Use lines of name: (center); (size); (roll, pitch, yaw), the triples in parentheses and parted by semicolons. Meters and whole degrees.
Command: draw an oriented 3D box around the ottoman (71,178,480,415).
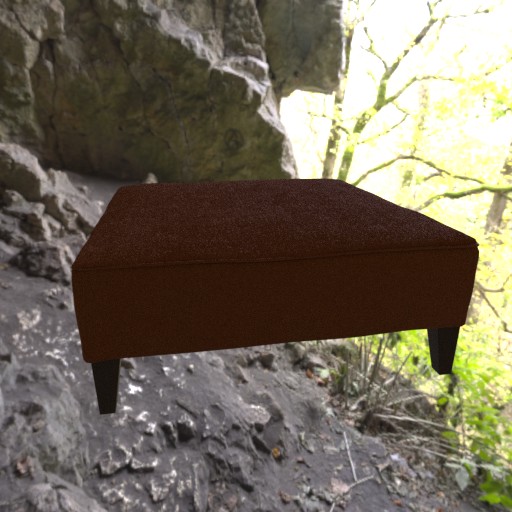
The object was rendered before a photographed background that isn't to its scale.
ottoman: (0.000, 0.000, 1.531); (0.999, 0.438, 0.997); (-3, 19, -10)
